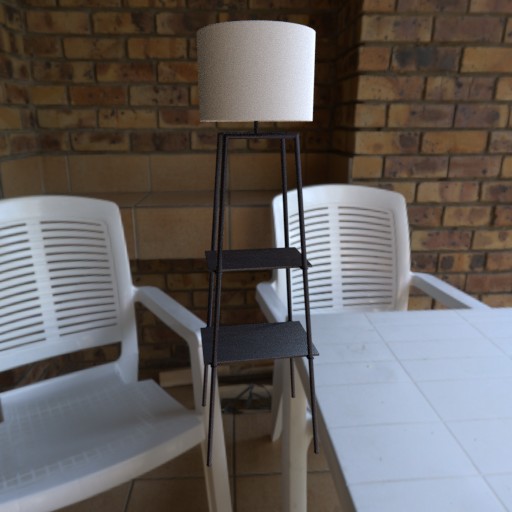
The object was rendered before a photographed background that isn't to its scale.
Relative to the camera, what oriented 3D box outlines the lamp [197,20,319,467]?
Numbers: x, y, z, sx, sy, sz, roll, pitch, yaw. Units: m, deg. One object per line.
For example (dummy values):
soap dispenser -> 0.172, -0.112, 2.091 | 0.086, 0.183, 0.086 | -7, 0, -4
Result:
lamp -> 0.000, 0.000, 1.619 | 0.427, 1.474, 0.384 | -3, 17, -9
